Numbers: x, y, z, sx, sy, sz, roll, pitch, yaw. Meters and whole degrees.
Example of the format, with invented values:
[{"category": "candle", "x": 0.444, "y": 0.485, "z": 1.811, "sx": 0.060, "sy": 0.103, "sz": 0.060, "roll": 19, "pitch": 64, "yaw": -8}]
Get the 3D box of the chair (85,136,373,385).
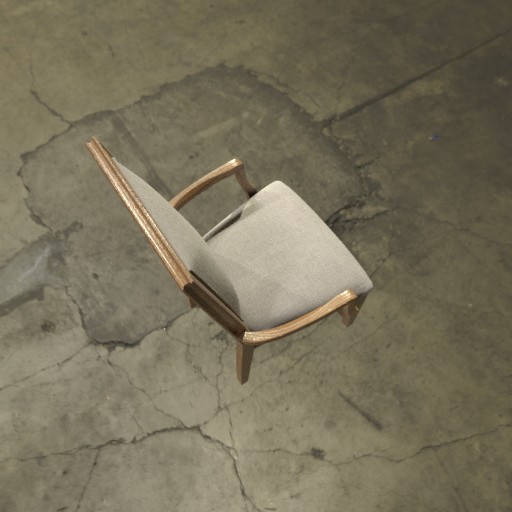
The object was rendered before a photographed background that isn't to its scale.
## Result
[{"category": "chair", "x": 0.000, "y": 0.000, "z": 1.369, "sx": 0.602, "sy": 0.990, "sz": 0.606, "roll": -31, "pitch": 65, "yaw": -16}]
